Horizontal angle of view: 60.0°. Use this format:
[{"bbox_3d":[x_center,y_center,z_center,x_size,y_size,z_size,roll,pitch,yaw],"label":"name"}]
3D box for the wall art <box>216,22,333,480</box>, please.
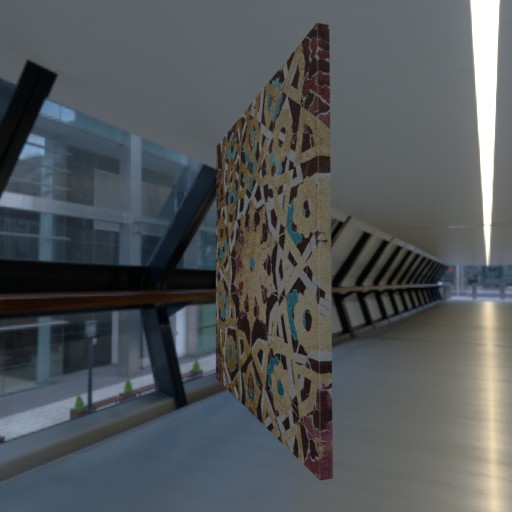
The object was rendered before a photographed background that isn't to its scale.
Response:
[{"bbox_3d":[0.000,0.000,1.099,0.028,0.762,0.757,1,-3,-18],"label":"wall art"}]
